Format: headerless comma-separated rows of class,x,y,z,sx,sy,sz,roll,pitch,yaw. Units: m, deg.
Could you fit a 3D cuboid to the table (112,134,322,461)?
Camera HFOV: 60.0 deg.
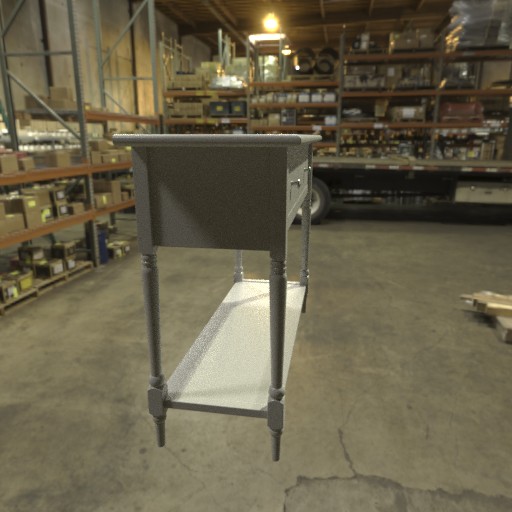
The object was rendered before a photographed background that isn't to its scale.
table,0.000,0.000,1.536,0.384,0.808,1.197,3,15,10
